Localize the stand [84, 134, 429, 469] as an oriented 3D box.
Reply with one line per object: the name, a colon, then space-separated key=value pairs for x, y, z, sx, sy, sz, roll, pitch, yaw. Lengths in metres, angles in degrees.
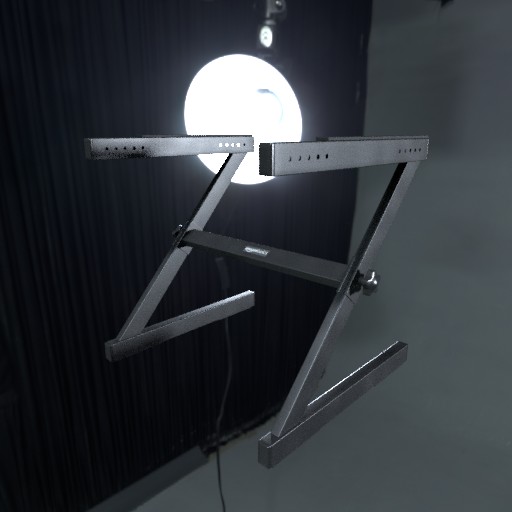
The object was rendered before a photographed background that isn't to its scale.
stand: x=0.000 y=0.000 z=1.173 sx=0.700 sy=0.617 sz=0.586 roll=15 pitch=21 yaw=42
